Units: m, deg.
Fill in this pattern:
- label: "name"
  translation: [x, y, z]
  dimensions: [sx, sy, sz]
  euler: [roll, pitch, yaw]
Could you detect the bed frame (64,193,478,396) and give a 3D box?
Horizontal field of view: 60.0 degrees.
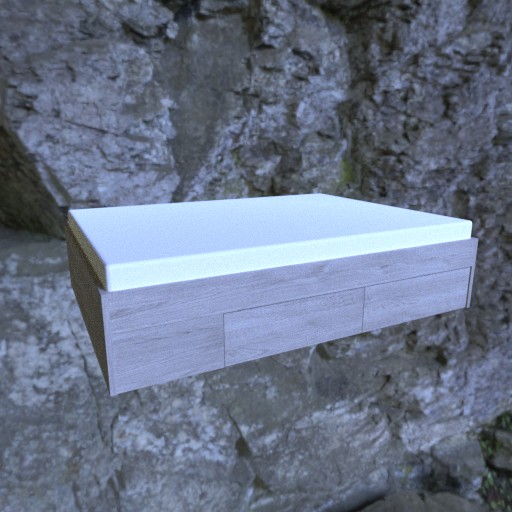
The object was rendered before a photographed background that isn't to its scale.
- label: "bed frame"
  translation: [0.000, 0.000, 2.613]
  dimensions: [1.944, 0.490, 1.448]
  euler: [-7, 17, -26]
